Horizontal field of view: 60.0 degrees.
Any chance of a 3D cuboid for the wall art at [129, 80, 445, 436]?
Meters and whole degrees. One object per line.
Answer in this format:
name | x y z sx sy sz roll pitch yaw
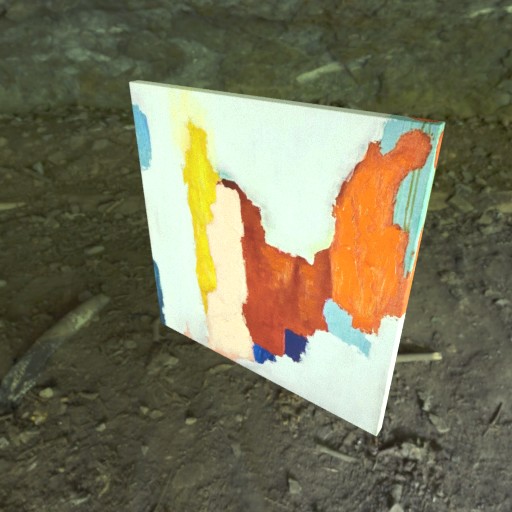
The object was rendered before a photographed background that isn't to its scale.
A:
wall art | 0.000 0.000 1.488 1.017 1.017 0.044 20 35 31
